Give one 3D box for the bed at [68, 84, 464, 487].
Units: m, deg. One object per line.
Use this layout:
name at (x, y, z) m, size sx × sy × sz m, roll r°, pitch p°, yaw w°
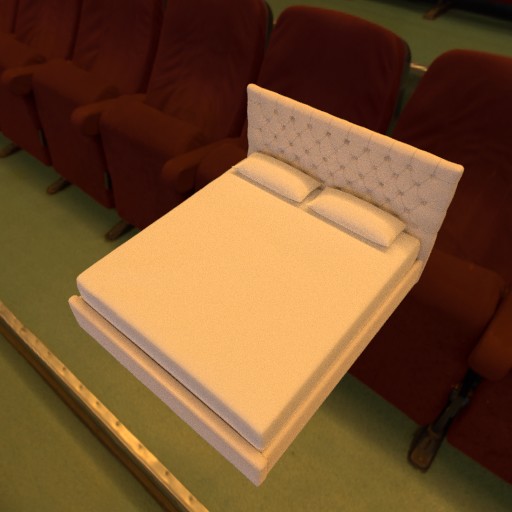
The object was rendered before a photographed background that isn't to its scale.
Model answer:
bed at (0.000, 0.000, 3.598) m, size 2.078 × 1.427 × 2.387 m, roll 31°, pitch 54°, yaw 26°
